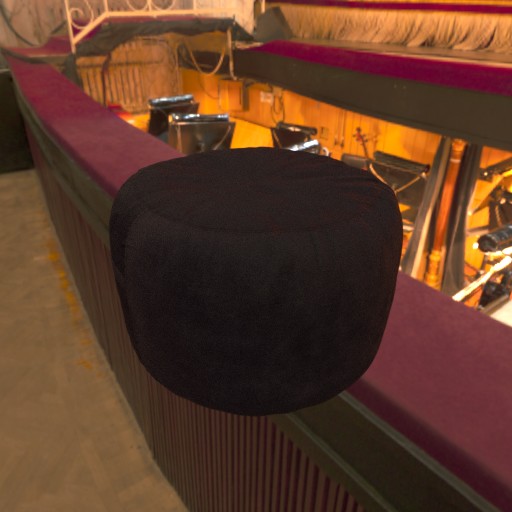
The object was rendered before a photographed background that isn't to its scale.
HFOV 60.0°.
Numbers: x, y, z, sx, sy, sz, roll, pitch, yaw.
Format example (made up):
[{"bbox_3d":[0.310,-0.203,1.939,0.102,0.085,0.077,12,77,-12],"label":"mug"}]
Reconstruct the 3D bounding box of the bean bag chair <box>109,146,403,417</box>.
[{"bbox_3d":[0.000,0.000,1.977,1.219,0.762,1.219,0,29,0],"label":"bean bag chair"}]
